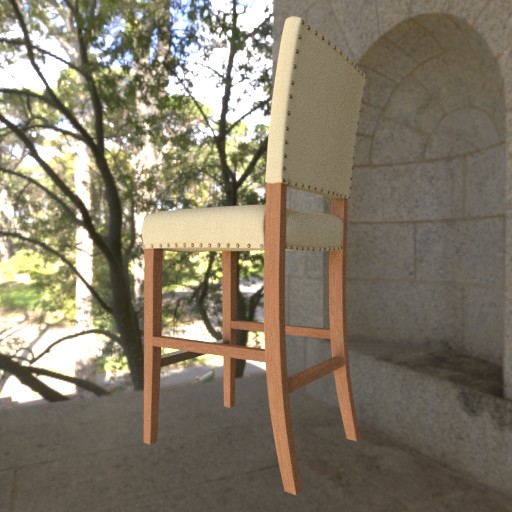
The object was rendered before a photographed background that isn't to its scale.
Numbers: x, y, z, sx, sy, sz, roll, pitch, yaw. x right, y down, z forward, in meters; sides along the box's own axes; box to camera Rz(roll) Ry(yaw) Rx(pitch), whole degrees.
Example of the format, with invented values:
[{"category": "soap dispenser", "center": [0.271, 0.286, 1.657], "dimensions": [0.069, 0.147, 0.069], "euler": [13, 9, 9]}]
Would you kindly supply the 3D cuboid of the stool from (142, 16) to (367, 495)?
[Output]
[{"category": "stool", "center": [0.000, 0.000, 1.400], "dimensions": [0.584, 1.168, 0.445], "euler": [0, 0, 35]}]
